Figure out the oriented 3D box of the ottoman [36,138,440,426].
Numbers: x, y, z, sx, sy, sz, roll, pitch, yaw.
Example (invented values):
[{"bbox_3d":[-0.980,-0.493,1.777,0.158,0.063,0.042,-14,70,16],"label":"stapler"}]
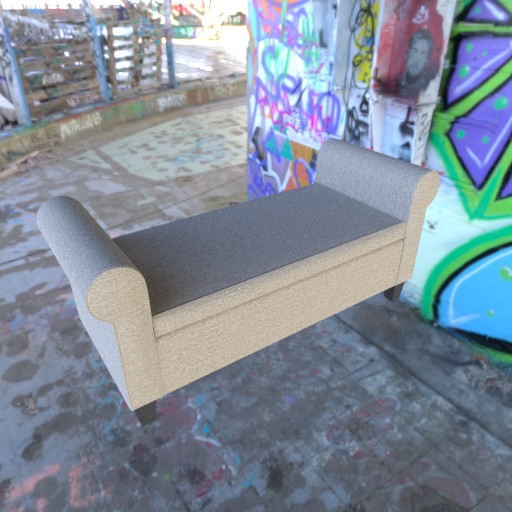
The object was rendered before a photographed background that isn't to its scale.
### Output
[{"bbox_3d":[0.000,0.000,1.563,1.256,0.547,0.521,-19,35,-29],"label":"ottoman"}]
